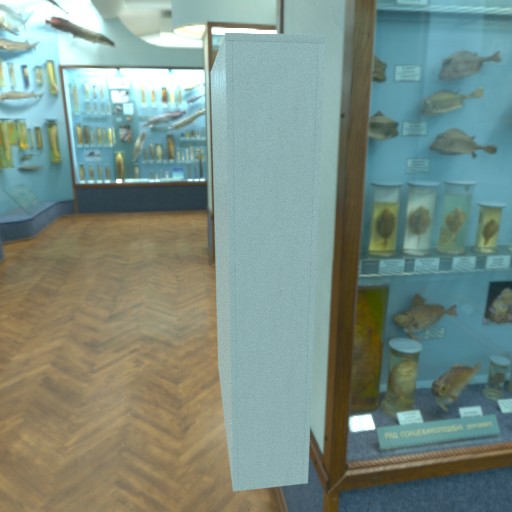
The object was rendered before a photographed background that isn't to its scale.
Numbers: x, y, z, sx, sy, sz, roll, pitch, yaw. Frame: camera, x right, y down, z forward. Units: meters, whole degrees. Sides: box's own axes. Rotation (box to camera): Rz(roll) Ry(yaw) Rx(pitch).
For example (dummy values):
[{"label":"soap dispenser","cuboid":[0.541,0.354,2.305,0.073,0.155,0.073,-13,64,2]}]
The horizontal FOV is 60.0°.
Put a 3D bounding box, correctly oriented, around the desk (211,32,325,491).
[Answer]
[{"label":"desk","cuboid":[0.000,0.000,1.557,0.250,1.280,0.750,-2,16,-8]}]
